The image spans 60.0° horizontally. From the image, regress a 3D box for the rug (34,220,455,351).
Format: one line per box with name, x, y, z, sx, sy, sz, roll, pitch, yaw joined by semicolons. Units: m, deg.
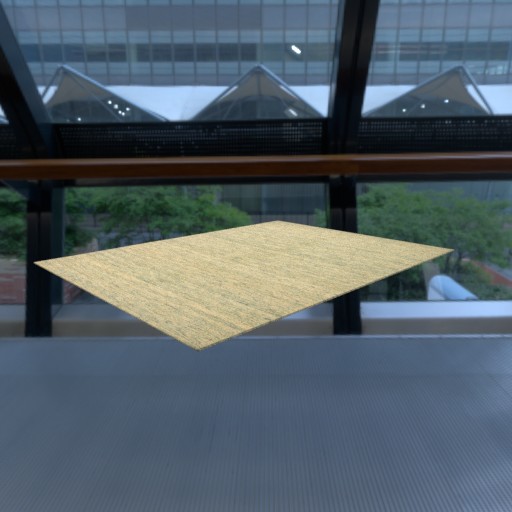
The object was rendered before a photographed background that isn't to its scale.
rug;0.000;0.000;4.218;3.201;0.014;2.437;-13;19;-42
